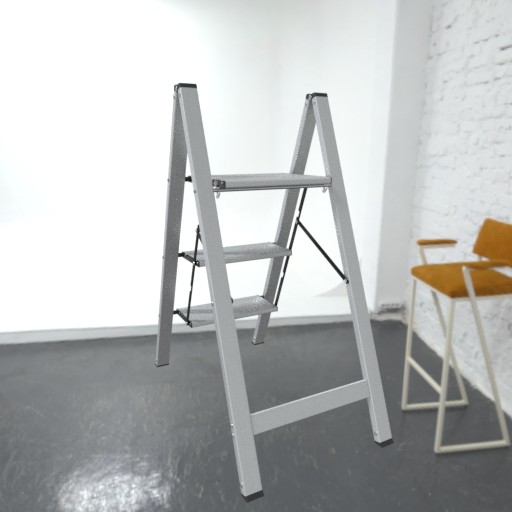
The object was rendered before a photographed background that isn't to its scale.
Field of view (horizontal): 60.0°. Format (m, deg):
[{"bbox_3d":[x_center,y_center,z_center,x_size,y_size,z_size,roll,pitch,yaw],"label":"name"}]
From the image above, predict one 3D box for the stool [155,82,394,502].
[{"bbox_3d":[0.000,0.000,1.271,0.441,0.902,0.730,-7,15,-27],"label":"stool"}]
